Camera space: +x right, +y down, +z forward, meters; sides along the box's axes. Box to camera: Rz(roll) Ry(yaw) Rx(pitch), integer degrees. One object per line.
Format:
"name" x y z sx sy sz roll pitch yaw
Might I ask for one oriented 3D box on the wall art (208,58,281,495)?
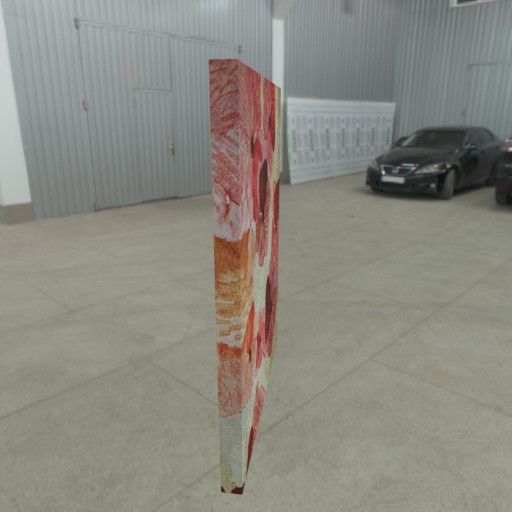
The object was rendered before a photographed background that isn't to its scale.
"wall art" 0.000 0.000 0.679 0.028 0.508 0.406 3 17 8
